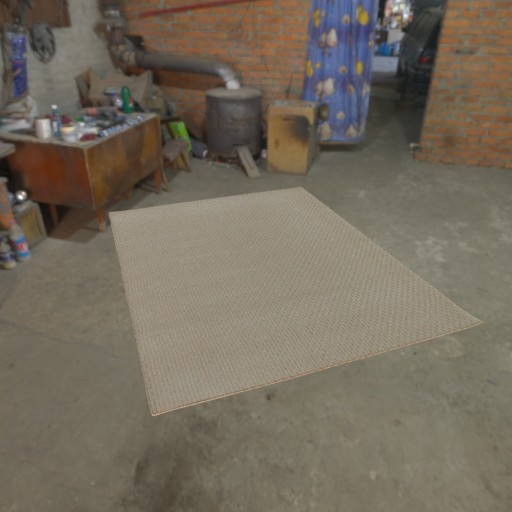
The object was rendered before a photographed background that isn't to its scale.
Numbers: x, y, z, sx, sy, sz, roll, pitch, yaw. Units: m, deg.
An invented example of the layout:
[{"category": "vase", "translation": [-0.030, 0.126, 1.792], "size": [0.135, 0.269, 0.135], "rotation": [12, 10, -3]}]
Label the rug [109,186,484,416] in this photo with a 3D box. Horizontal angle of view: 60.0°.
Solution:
[{"category": "rug", "translation": [0.000, 0.000, 3.891], "size": [2.277, 0.035, 2.897], "rotation": [-10, 31, -18]}]
